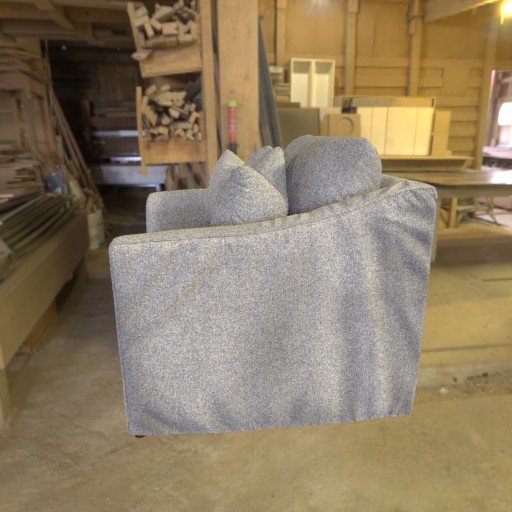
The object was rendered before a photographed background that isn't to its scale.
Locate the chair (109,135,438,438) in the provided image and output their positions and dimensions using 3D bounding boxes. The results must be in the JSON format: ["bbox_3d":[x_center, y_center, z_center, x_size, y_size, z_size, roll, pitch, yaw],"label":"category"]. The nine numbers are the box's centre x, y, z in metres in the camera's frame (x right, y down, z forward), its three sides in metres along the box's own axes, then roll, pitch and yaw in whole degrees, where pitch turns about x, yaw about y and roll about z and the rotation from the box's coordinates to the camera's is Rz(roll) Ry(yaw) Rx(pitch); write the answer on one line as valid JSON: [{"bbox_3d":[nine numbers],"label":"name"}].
[{"bbox_3d":[0.000,0.000,2.012,1.071,1.059,1.194,-2,16,-7],"label":"chair"}]
